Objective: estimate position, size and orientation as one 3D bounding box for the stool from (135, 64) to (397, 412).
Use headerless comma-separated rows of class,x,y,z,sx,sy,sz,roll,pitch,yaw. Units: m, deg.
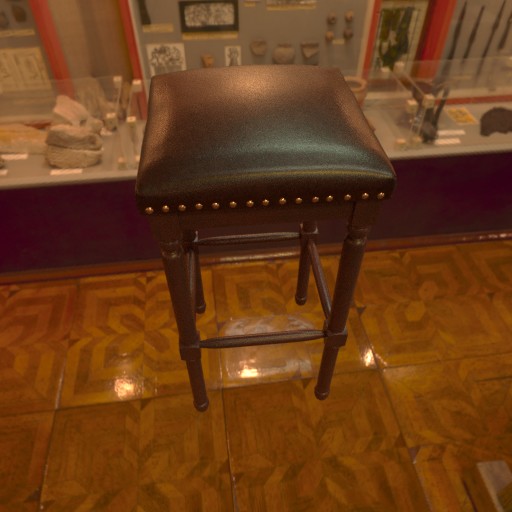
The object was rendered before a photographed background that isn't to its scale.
stool,0.000,0.000,0.998,0.383,0.768,0.382,-4,46,-4
